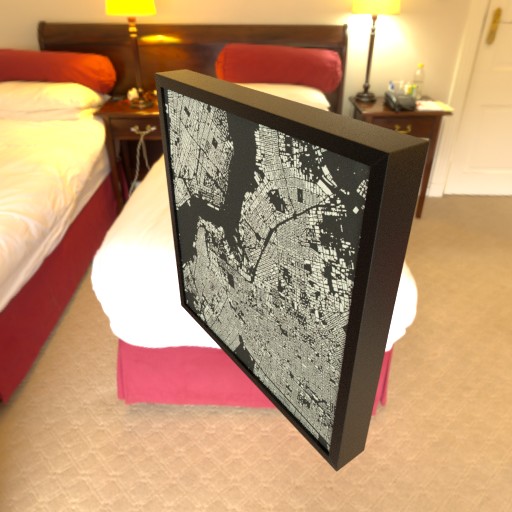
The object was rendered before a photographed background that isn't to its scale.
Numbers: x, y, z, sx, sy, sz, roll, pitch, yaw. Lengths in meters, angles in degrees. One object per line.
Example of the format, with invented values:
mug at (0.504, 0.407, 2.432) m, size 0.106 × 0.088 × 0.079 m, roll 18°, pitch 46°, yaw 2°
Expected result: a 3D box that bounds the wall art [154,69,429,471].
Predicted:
wall art at (0.000, 0.000, 0.435) m, size 0.037 × 0.299 × 0.299 m, roll -21°, pitch 38°, yaw -30°
